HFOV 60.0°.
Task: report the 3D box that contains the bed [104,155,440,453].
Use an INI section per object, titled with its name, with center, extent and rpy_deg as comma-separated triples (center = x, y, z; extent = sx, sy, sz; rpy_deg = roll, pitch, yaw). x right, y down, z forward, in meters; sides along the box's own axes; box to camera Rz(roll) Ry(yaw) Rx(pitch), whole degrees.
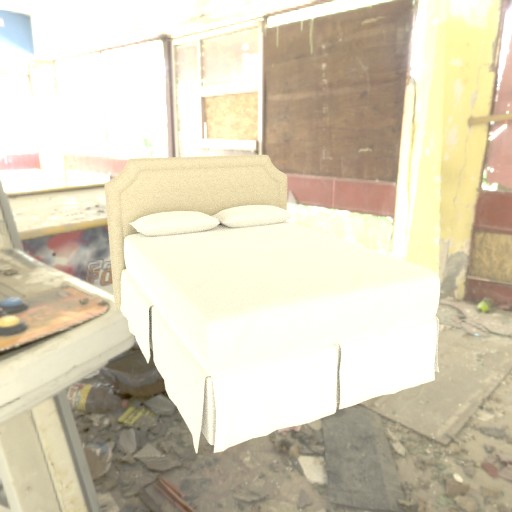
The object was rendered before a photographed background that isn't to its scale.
[bed]
center = 0.000, 0.000, 3.167
extent = 1.693, 1.290, 2.116
rpy_deg = -8, 18, -26
